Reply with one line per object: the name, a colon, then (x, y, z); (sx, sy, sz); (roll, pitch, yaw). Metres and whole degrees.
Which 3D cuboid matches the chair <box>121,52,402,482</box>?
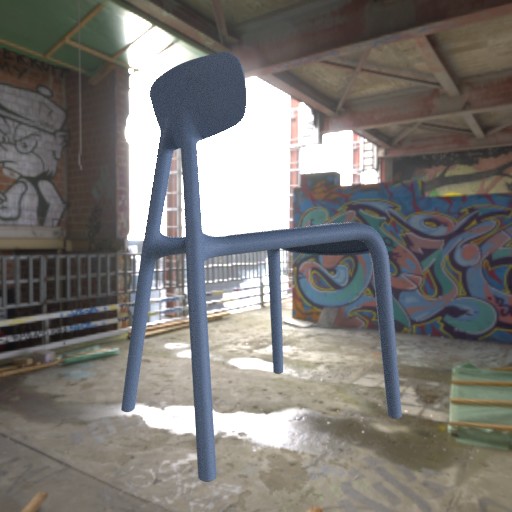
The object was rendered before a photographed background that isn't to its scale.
chair: (0.000, 0.000, 0.812); (0.401, 0.580, 0.356); (-1, 2, -36)
